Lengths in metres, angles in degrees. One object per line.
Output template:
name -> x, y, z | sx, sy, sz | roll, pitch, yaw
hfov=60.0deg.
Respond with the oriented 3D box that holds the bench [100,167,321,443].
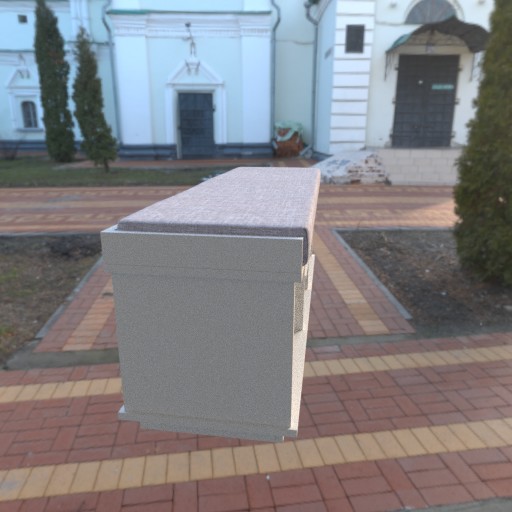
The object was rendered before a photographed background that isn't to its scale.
bench -> 0.000, 0.000, 1.368 | 0.363, 0.453, 1.196 | 2, 16, 8
